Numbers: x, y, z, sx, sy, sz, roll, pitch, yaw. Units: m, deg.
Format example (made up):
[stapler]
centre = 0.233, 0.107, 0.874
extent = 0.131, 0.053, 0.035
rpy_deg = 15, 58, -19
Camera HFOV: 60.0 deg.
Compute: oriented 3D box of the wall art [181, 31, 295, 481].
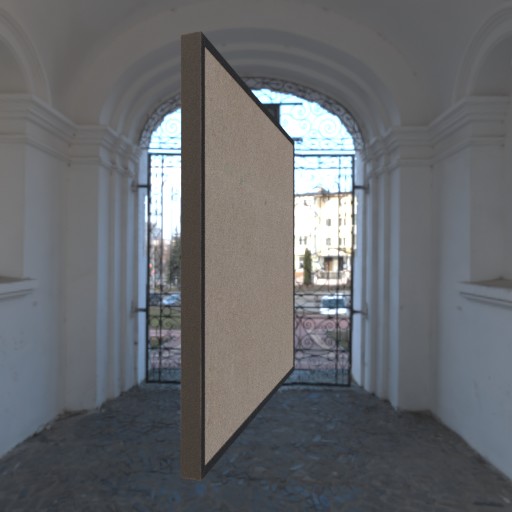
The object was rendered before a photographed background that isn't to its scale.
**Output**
[wall art]
centre = 0.000, 0.000, 1.120
extent = 0.038, 0.762, 0.762
rpy_deg = 0, 0, 17
